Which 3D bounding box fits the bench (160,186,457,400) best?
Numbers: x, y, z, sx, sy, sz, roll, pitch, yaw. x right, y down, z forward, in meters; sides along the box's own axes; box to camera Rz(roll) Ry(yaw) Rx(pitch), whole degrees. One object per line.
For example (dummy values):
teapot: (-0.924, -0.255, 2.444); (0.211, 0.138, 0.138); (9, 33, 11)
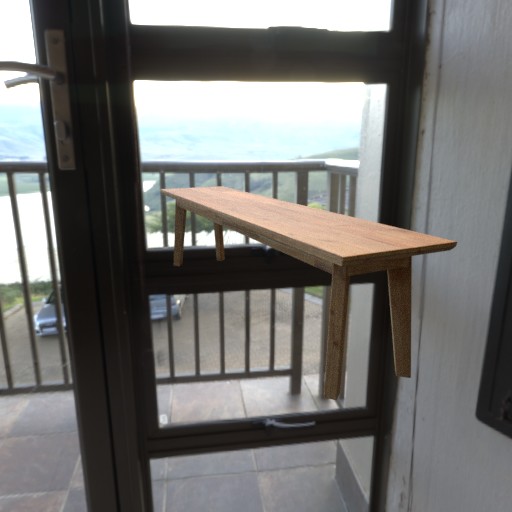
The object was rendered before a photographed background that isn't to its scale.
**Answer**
bench: (0.000, 0.000, 1.904); (0.378, 0.431, 1.698); (-7, 16, -25)
